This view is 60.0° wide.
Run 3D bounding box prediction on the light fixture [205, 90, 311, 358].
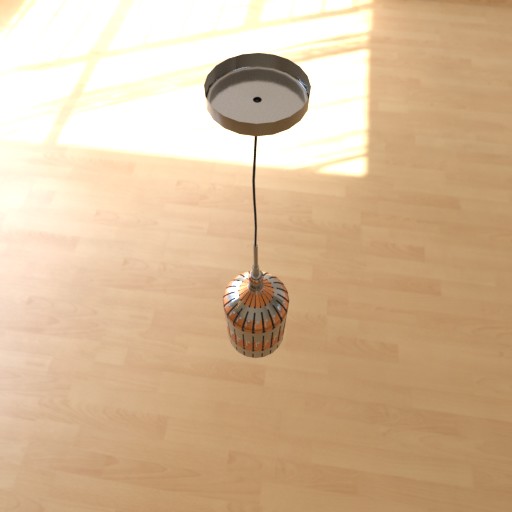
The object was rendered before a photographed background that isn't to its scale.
[{"bbox_3d":[0.000,0.000,1.686,0.303,1.535,0.303,0,59,0],"label":"light fixture"}]
